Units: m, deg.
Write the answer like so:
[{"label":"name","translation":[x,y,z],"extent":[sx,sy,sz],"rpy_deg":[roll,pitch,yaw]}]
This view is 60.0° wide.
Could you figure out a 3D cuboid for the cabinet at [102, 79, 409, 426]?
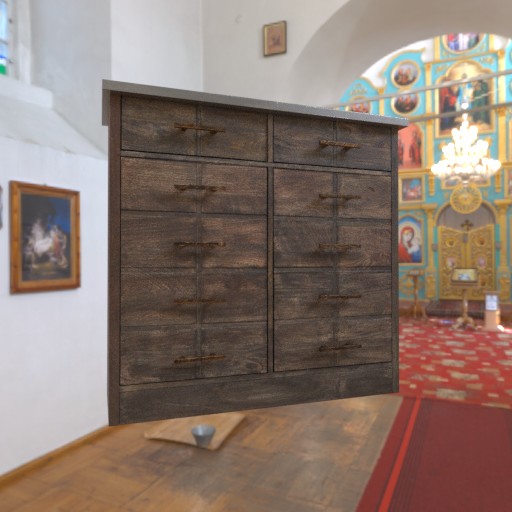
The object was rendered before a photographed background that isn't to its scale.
[{"label":"cabinet","translation":[0.000,0.000,1.468],"extent":[0.968,0.919,0.338],"rpy_deg":[0,-1,-19]}]
